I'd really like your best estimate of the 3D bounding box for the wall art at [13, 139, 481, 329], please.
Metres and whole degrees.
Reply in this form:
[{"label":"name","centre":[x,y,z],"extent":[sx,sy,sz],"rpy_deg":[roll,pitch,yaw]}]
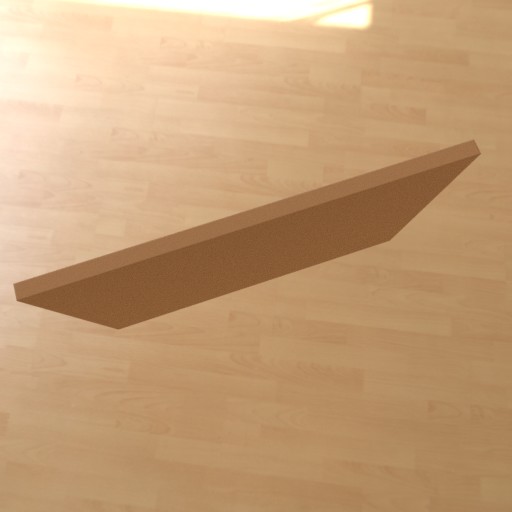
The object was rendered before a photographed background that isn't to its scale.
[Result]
[{"label":"wall art","centre":[0.000,0.000,1.128],"extent":[0.915,0.608,0.033],"rpy_deg":[-18,76,-4]}]
